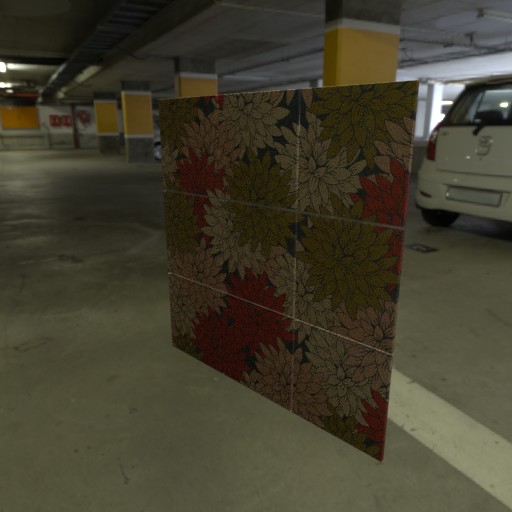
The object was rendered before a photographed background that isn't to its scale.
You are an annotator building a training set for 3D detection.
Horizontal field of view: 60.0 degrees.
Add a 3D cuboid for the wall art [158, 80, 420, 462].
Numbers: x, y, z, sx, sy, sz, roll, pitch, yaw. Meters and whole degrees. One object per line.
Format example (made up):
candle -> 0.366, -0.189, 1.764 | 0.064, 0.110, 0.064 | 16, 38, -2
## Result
wall art -> 0.000, 0.000, 1.315 | 0.904, 0.913, 0.013 | 15, 22, 42
